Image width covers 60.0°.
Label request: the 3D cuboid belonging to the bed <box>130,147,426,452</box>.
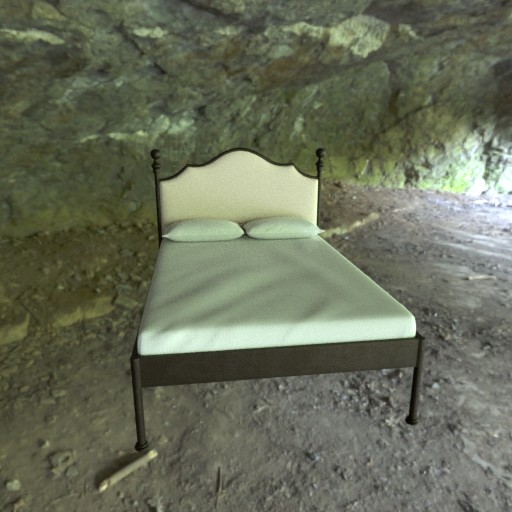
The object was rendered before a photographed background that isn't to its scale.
[{"bbox_3d":[0.000,0.000,3.321,1.642,1.499,2.224,-2,16,-8],"label":"bed"}]
